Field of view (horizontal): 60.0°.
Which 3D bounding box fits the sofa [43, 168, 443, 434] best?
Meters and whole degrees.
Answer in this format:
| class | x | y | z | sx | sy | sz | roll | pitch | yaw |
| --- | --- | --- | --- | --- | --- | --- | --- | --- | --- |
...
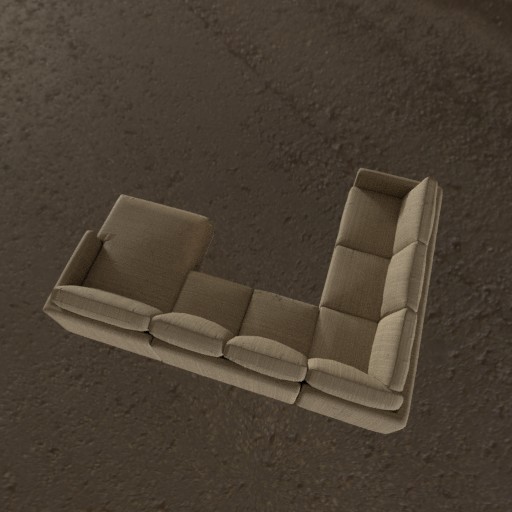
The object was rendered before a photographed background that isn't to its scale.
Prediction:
| class | x | y | z | sx | sy | sz | roll | pitch | yaw |
| --- | --- | --- | --- | --- | --- | --- | --- | --- | --- |
| sofa | 0.000 | 0.000 | 4.692 | 3.460 | 0.961 | 2.594 | 16 | 64 | 8 |
